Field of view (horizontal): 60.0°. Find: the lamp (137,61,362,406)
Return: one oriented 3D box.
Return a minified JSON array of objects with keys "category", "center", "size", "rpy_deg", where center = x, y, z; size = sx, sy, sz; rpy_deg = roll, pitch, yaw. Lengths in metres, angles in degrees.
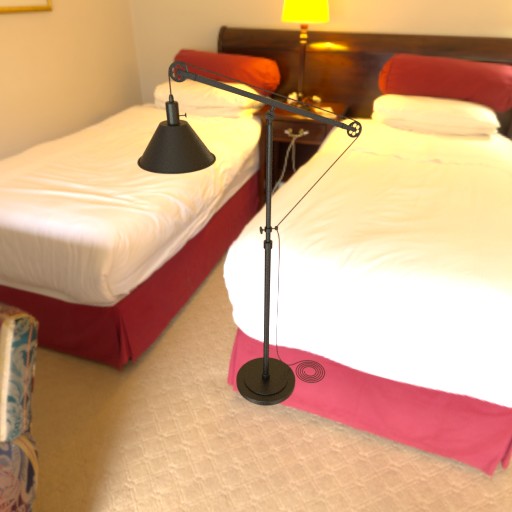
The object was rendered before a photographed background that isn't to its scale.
[{"category":"lamp","center":[0.000,0.000,1.975],"size":[0.904,1.626,0.319],"rpy_deg":[-9,32,-14]}]
